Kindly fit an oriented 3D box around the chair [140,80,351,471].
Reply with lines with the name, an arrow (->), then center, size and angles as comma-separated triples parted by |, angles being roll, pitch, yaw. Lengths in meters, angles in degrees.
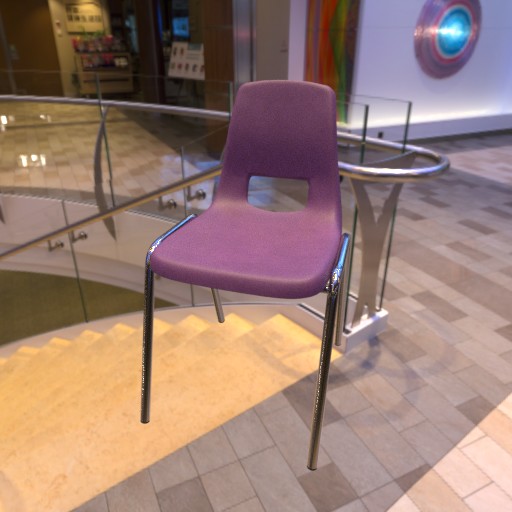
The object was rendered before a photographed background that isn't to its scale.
chair -> 0.000, 0.000, 0.926 | 0.381, 0.654, 0.432 | 8, 27, 16
